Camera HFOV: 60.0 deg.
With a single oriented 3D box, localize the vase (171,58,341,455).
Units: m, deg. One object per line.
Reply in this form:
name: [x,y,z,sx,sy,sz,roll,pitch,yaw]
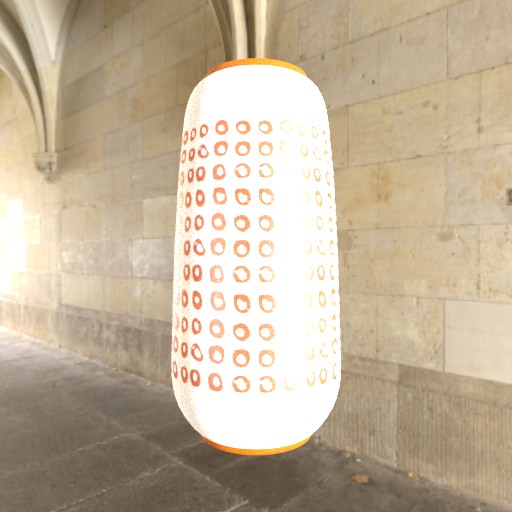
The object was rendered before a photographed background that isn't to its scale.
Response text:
vase: [0.000,0.000,0.355,0.133,0.282,0.133,0,0,0]
